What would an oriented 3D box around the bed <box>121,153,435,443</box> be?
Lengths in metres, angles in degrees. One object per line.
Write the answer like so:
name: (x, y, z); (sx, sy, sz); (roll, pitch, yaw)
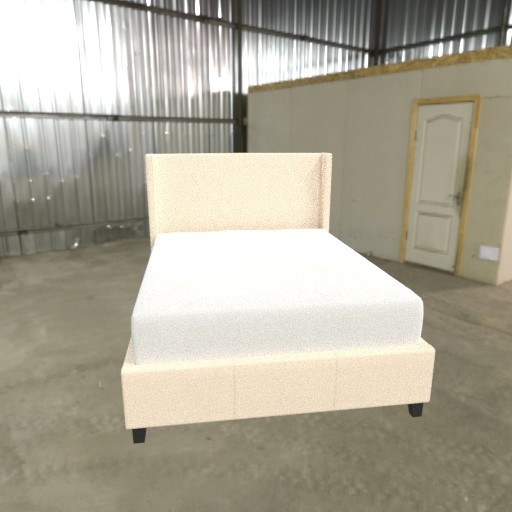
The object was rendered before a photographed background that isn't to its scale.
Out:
bed: (0.000, 0.000, 3.433); (1.765, 1.471, 2.280); (-2, 15, -8)
